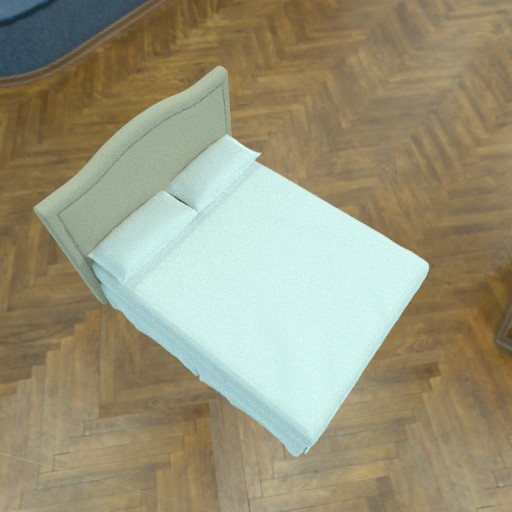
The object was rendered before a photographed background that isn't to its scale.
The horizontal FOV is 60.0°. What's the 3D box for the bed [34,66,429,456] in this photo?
[{"bbox_3d":[0.000,0.000,3.259,2.143,1.460,1.753,34,65,19],"label":"bed"}]
